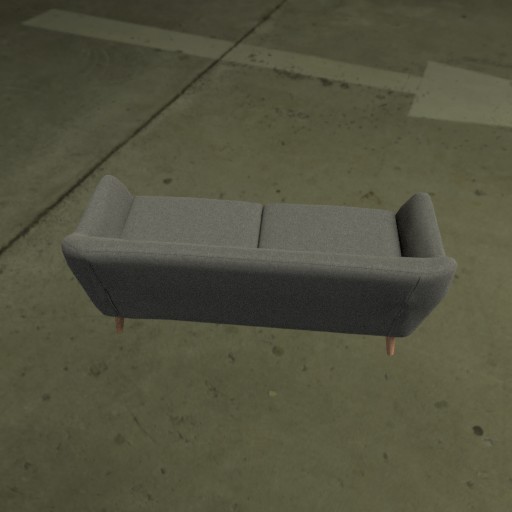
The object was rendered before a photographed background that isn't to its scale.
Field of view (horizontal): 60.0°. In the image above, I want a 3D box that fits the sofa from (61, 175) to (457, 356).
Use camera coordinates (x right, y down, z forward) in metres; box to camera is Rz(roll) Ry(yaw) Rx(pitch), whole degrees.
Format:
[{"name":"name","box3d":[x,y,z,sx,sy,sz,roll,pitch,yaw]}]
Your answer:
[{"name":"sofa","box3d":[0.000,0.000,2.327,1.840,0.820,0.820,4,47,4]}]
